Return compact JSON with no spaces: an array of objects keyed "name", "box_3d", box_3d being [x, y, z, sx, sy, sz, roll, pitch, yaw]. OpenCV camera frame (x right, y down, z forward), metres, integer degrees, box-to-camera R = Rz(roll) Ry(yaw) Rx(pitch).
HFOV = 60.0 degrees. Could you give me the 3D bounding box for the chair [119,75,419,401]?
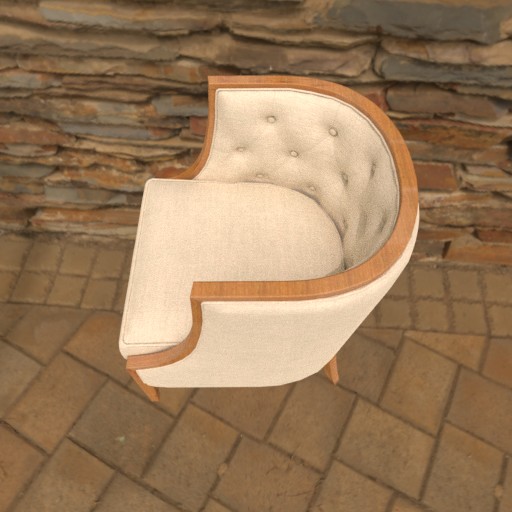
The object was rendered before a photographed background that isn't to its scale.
[{"name":"chair","box_3d":[0.000,0.000,1.358,0.757,0.775,0.711,0,58,0]}]
